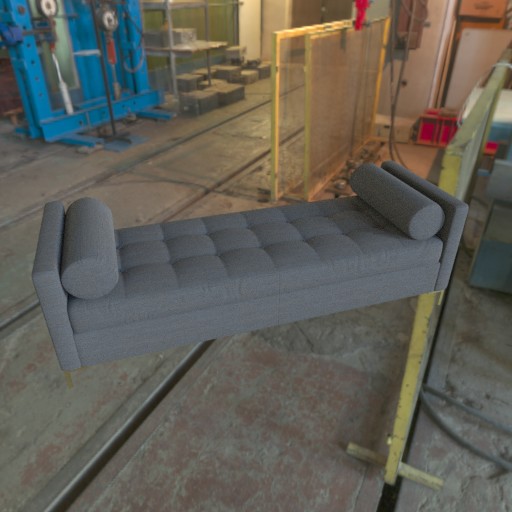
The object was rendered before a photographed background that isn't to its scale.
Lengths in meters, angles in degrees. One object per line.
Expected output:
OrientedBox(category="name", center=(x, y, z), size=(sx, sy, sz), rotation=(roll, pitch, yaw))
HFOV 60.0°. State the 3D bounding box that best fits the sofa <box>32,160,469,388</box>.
OrientedBox(category="sofa", center=(0.000, 0.000, 2.333), size=(1.981, 0.635, 0.686), rotation=(-10, 33, -15))
